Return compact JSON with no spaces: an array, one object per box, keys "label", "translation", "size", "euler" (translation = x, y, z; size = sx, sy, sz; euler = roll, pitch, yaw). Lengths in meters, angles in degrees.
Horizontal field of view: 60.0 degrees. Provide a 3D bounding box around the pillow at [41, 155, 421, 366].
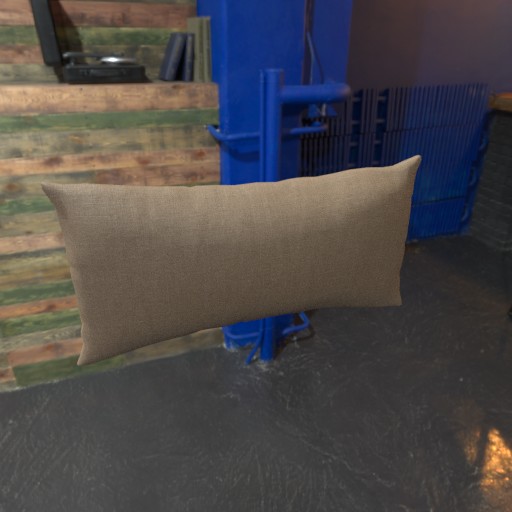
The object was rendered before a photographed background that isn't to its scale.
[{"label":"pillow","translation":[0.000,0.000,0.742],"size":[0.612,0.308,0.148],"euler":[-8,27,-16]}]
